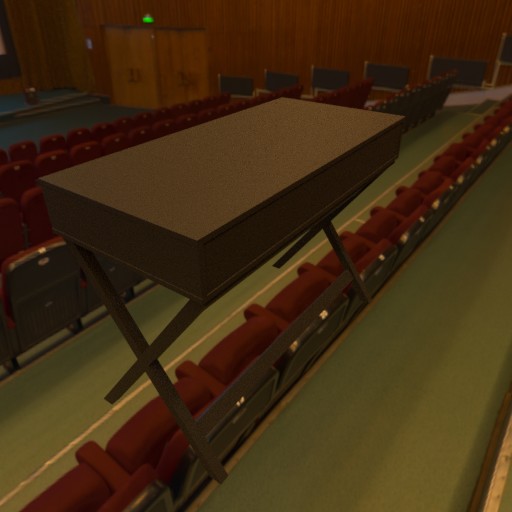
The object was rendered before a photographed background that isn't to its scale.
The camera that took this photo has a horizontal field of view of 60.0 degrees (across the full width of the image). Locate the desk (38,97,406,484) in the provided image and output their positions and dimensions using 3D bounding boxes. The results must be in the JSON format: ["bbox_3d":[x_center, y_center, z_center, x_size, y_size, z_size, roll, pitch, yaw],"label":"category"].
[{"bbox_3d":[0.000,0.000,1.490,0.504,0.780,1.057,21,37,30],"label":"desk"}]
